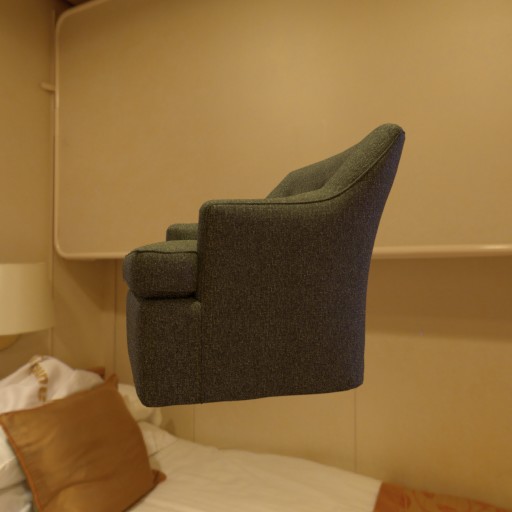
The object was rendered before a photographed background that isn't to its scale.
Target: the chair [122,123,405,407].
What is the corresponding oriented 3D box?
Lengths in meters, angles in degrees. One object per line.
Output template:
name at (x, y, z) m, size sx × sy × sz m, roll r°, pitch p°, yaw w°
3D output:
chair at (0.000, 0.000, 1.621) m, size 0.923 × 0.856 × 0.864 m, roll 0°, pitch -1°, yaw -18°
